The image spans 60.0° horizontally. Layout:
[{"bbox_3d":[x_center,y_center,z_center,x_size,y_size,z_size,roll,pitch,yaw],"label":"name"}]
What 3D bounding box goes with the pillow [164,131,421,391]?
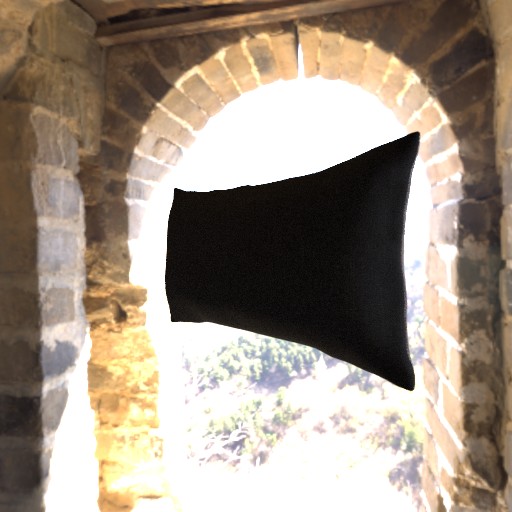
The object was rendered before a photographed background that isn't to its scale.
[{"bbox_3d":[0.000,0.000,0.742,0.151,0.305,0.609,0,0,-37],"label":"pillow"}]
